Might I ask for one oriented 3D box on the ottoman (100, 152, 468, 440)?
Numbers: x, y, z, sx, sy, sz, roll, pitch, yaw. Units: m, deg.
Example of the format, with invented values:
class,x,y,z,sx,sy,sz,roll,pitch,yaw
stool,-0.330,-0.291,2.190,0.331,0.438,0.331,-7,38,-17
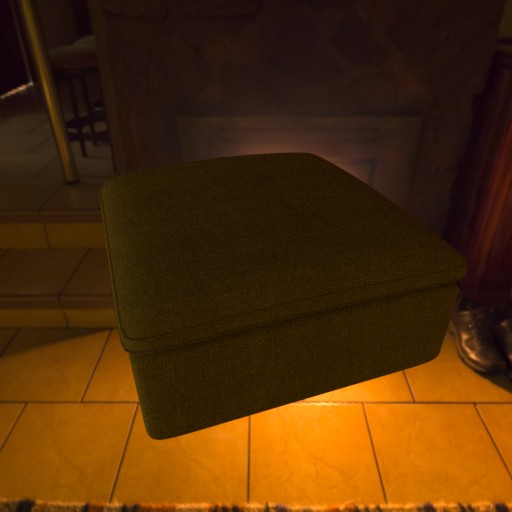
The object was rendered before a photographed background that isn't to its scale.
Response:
class,x,y,z,sx,sy,sz,roll,pitch,yaw
ottoman,0.000,0.000,1.714,1.067,0.559,1.067,-11,33,-17
